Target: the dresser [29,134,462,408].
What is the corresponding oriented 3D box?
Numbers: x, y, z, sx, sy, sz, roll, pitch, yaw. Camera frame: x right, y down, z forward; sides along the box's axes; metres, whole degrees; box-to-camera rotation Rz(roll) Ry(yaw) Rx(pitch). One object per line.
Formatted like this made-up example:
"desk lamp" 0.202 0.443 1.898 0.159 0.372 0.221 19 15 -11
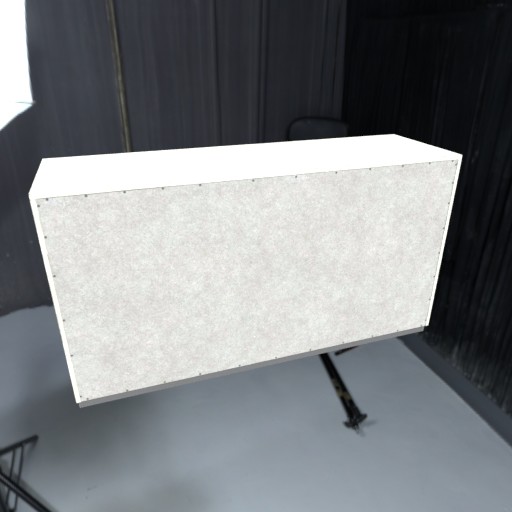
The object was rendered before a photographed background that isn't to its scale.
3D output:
"dresser" 0.000 0.000 1.982 1.628 0.889 0.483 -8 27 -17
